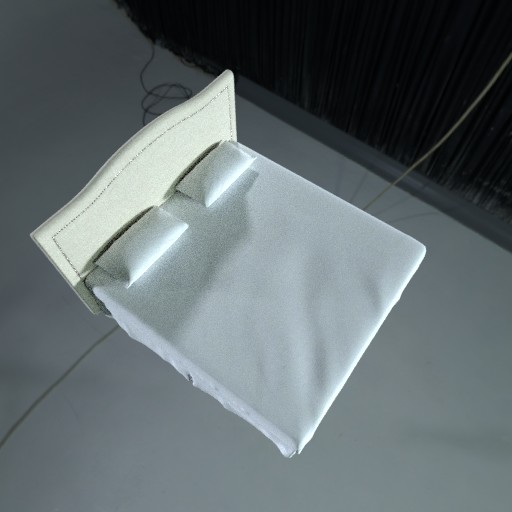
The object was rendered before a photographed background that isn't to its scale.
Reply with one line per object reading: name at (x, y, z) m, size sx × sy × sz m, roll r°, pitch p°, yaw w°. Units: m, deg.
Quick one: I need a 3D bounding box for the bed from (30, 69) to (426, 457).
bed at (0.000, 0.000, 3.511) m, size 2.182 × 1.421 × 2.083 m, roll 32°, pitch 65°, yaw 18°
